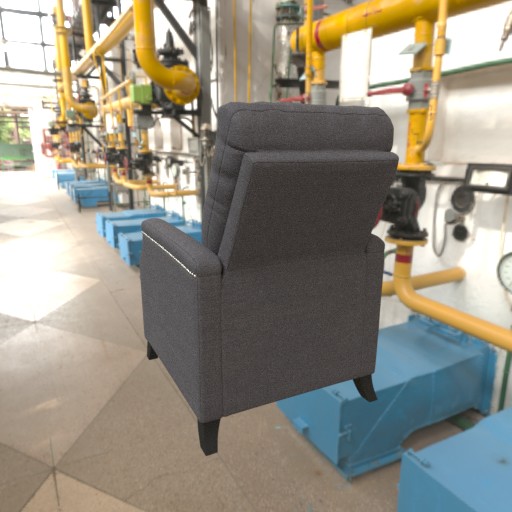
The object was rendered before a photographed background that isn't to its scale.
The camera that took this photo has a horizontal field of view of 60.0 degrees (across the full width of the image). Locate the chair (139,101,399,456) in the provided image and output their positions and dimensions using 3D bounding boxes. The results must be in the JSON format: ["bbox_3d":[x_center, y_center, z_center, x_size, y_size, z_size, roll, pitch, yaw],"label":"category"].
[{"bbox_3d":[0.000,0.000,1.676,0.710,1.049,0.922,-7,16,-26],"label":"chair"}]
